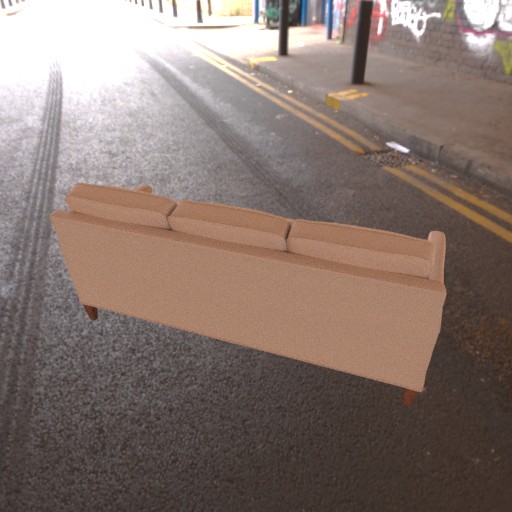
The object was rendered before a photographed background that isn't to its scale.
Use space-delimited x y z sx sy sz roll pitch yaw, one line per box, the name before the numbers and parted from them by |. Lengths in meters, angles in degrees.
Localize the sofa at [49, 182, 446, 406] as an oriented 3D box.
sofa | 0.000 0.000 2.843 2.246 1.003 1.084 11 34 17
